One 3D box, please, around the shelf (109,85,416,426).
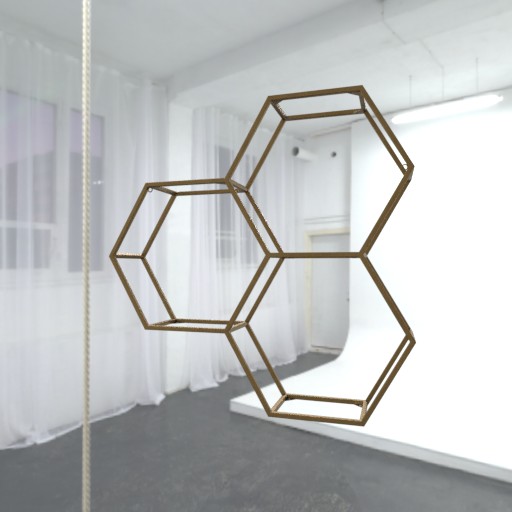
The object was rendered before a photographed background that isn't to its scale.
[{"bbox_3d":[0.000,0.000,1.054,0.708,0.701,0.150,0,-1,17],"label":"shelf"}]
